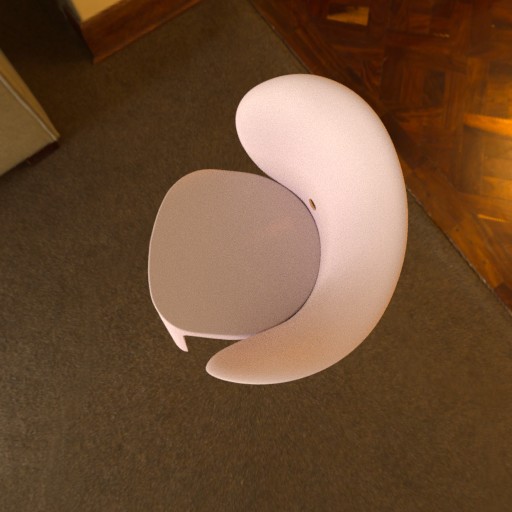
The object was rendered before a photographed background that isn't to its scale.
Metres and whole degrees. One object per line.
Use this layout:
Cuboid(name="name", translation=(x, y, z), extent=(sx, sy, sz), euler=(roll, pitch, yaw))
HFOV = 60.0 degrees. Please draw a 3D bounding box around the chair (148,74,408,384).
Cuboid(name="chair", translation=(0.000, 0.000, 0.851), extent=(0.402, 0.554, 0.451), euler=(5, 77, 1))
